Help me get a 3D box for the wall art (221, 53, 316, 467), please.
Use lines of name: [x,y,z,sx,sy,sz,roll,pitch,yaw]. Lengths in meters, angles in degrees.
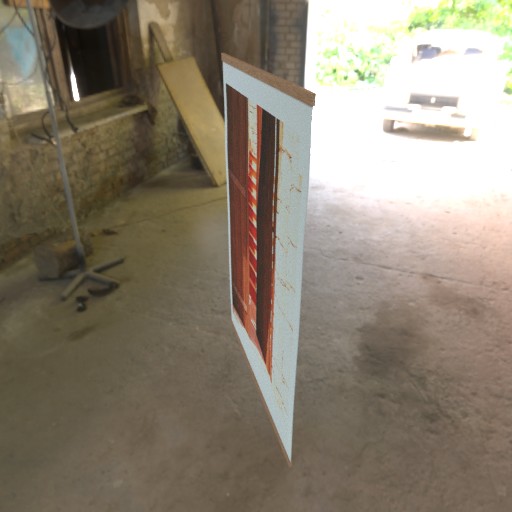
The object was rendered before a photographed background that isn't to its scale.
wall art: [0.000,0.000,1.934,0.019,1.527,1.019,-9,31,-15]
